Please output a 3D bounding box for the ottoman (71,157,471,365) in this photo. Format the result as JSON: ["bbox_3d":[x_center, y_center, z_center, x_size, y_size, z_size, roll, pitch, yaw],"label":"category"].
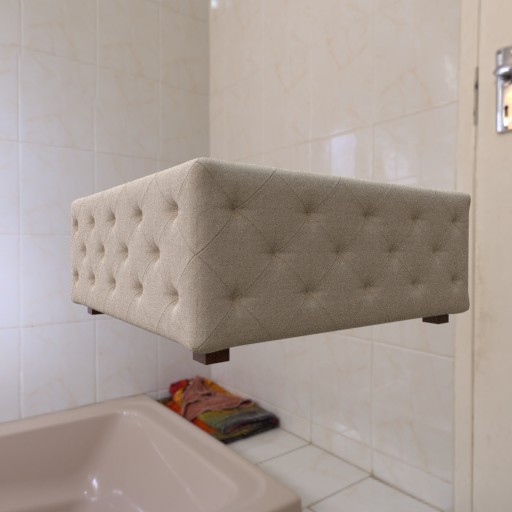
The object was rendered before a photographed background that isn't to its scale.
[{"bbox_3d":[0.000,0.000,1.576,1.028,0.439,1.028,-1,1,-36],"label":"ottoman"}]
